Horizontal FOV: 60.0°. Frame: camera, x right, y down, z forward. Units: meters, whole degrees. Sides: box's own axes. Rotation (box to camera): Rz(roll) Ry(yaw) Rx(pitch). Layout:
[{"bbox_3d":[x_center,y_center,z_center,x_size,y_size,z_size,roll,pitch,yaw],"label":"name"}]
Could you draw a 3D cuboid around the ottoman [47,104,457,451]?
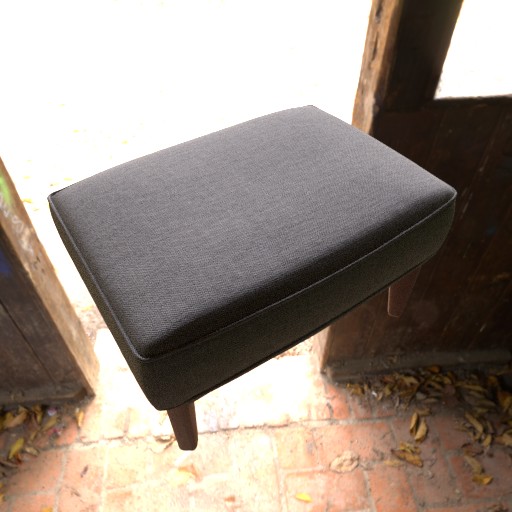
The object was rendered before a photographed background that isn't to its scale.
[{"bbox_3d":[0.000,0.000,1.061,0.750,0.458,0.555,-26,51,-23],"label":"ottoman"}]
